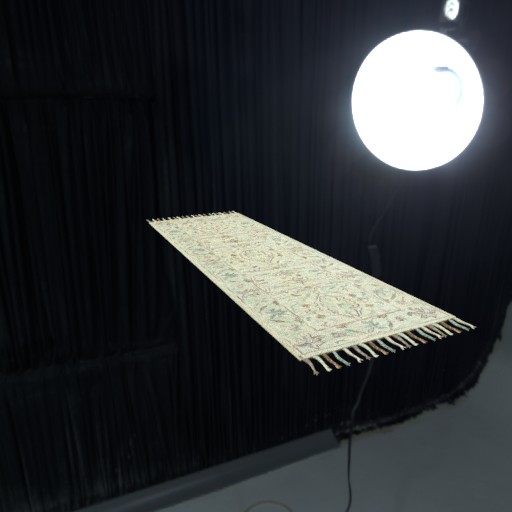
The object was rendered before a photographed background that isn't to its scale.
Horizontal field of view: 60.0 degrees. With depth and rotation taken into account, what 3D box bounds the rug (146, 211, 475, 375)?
[{"bbox_3d":[0.000,0.000,2.647,0.769,0.013,2.440,-9,20,-25],"label":"rug"}]
